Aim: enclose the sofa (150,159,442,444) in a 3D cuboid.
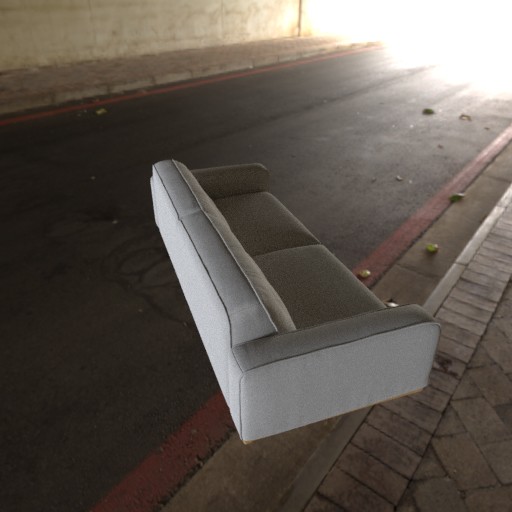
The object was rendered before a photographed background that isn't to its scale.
[{"bbox_3d":[0.000,0.000,2.782,0.956,0.781,2.270,-11,32,-17],"label":"sofa"}]
